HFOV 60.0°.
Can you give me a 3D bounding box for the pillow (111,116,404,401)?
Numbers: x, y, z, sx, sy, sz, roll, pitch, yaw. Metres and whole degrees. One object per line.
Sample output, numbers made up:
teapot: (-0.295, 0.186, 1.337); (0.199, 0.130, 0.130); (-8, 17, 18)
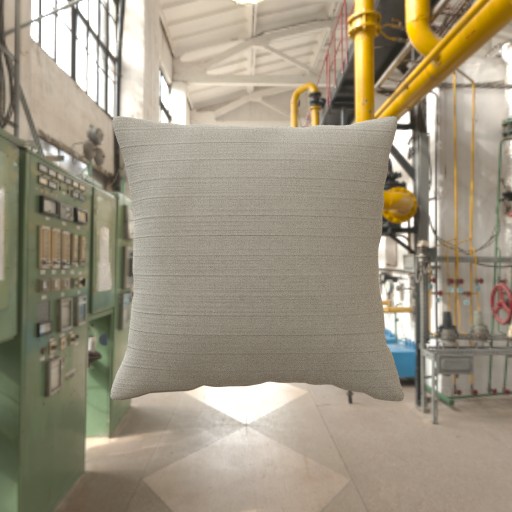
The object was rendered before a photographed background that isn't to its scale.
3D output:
pillow: (0.000, 0.000, 0.720); (0.470, 0.464, 0.175); (0, -1, 0)
